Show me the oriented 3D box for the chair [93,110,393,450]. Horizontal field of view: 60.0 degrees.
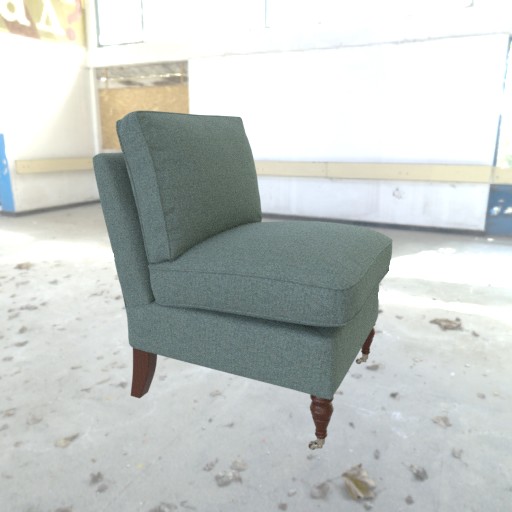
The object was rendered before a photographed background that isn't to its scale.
[{"bbox_3d":[0.000,0.000,1.461,0.796,0.901,0.624,7,17,25],"label":"chair"}]
